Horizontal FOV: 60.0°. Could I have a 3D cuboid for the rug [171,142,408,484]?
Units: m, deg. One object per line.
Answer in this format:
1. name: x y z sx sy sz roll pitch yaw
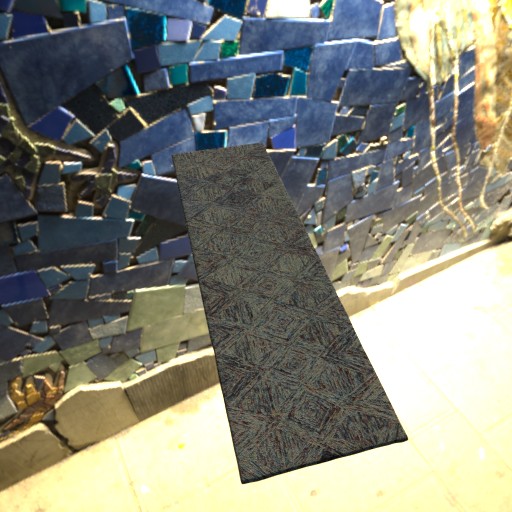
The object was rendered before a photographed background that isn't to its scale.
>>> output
1. rug: 0.000 0.000 2.483 0.688 0.015 2.292 -10 46 -10
